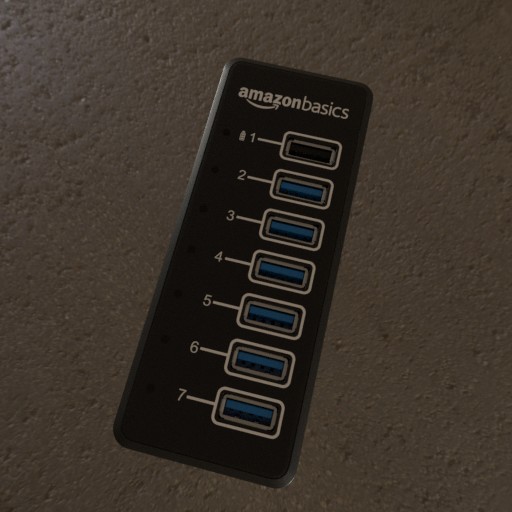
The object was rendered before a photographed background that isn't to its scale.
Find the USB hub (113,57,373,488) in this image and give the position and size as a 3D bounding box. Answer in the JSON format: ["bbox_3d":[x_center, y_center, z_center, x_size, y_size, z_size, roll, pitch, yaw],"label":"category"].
[{"bbox_3d":[0.000,0.000,0.126,0.044,0.023,0.110,13,76,4],"label":"USB hub"}]
